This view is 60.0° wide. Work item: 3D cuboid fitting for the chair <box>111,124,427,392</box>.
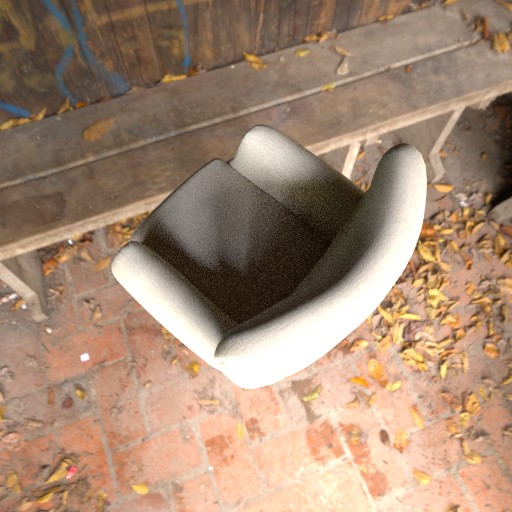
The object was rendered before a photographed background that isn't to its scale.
[{"bbox_3d":[0.000,0.000,1.655,0.921,0.936,0.861,37,69,16],"label":"chair"}]
